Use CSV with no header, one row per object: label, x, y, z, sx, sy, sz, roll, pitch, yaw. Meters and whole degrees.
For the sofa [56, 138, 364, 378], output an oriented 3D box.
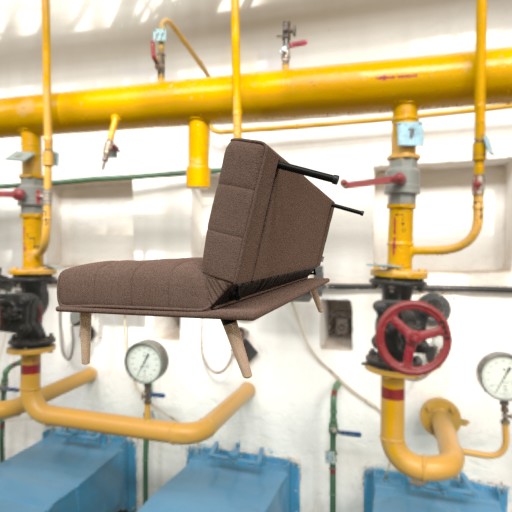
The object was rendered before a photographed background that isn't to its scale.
sofa,0.000,0.000,2.361,1.038,0.810,1.820,0,1,17
